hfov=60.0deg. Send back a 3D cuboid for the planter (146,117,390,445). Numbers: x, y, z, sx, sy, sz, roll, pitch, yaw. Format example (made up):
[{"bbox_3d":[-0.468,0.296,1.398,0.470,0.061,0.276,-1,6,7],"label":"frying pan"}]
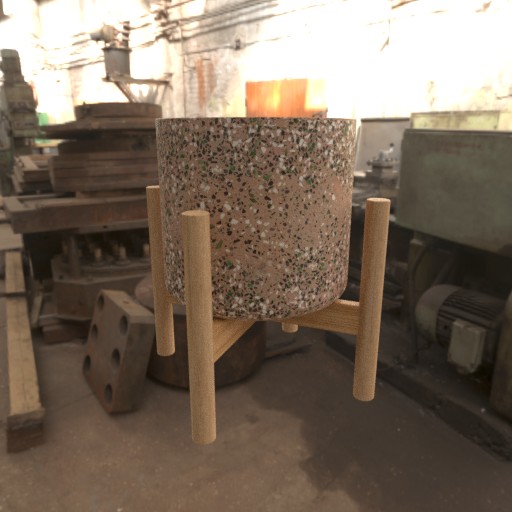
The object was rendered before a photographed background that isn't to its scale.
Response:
[{"bbox_3d":[0.000,0.000,0.544,0.284,0.320,0.284,-15,22,-43],"label":"planter"}]
